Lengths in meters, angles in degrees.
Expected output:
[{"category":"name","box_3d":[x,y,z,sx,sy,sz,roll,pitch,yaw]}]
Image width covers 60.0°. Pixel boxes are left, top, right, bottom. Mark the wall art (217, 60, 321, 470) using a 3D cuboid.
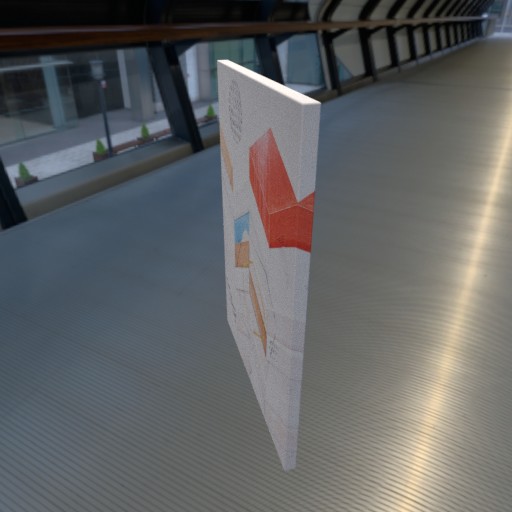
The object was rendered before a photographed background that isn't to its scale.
[{"category":"wall art","box_3d":[0.000,0.000,1.114,0.036,0.848,0.613,-8,30,-14]}]
